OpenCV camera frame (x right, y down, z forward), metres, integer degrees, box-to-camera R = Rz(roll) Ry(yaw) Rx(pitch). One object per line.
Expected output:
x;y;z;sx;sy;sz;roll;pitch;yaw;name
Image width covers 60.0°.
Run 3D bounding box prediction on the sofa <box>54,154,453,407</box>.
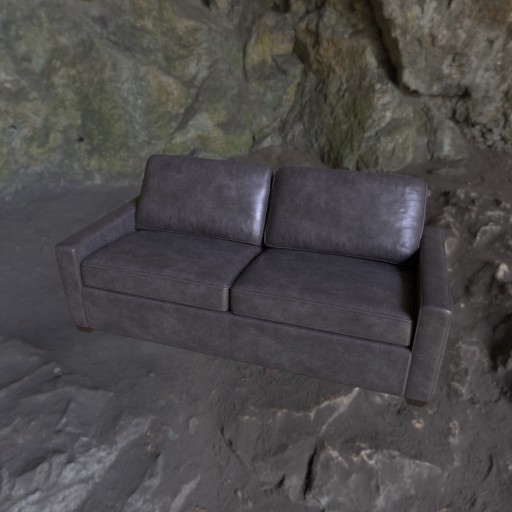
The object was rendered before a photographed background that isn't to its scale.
0.000;0.000;2.591;2.081;0.916;0.939;8;28;16;sofa
